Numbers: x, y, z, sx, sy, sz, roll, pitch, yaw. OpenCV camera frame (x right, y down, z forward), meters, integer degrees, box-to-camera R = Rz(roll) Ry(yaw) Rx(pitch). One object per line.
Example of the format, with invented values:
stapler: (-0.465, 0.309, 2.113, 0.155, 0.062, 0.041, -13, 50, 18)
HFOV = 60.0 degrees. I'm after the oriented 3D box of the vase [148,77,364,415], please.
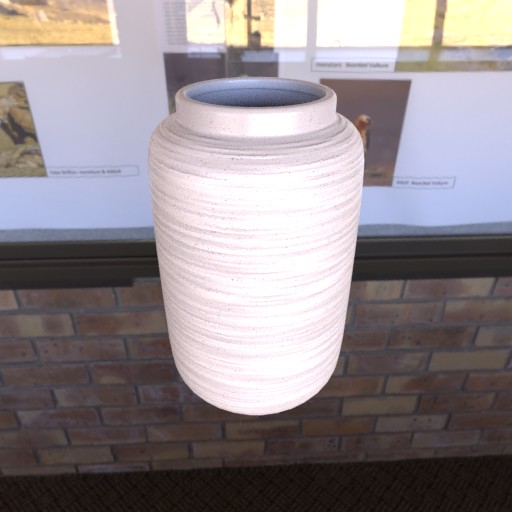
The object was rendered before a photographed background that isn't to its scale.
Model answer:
vase: (0.000, 0.000, 0.470, 0.202, 0.335, 0.202, 0, 31, 0)
